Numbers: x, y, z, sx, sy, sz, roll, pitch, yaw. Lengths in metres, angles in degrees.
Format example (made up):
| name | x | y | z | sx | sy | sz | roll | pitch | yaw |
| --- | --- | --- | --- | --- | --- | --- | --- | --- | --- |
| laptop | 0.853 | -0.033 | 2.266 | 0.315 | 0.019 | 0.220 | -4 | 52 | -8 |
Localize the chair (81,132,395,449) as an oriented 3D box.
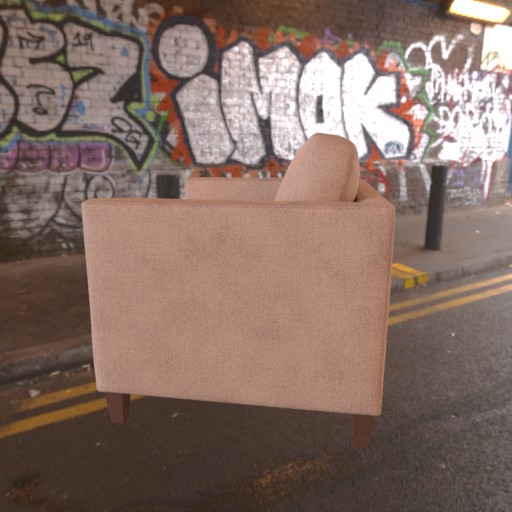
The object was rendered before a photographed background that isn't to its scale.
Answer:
| name | x | y | z | sx | sy | sz | roll | pitch | yaw |
| --- | --- | --- | --- | --- | --- | --- | --- | --- | --- |
| chair | 0.000 | 0.000 | 1.841 | 0.959 | 0.961 | 1.133 | 2 | 14 | 9 |
